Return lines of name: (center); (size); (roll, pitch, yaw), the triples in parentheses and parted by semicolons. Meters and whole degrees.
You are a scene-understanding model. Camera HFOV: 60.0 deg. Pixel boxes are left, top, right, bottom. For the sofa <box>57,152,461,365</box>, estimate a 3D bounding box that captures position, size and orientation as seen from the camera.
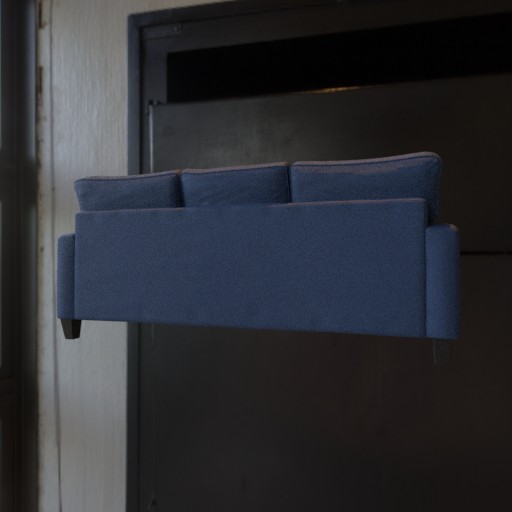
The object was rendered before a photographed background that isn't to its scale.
sofa: (0.000, 0.000, 2.658); (2.158, 0.965, 0.951); (0, 0, 18)
